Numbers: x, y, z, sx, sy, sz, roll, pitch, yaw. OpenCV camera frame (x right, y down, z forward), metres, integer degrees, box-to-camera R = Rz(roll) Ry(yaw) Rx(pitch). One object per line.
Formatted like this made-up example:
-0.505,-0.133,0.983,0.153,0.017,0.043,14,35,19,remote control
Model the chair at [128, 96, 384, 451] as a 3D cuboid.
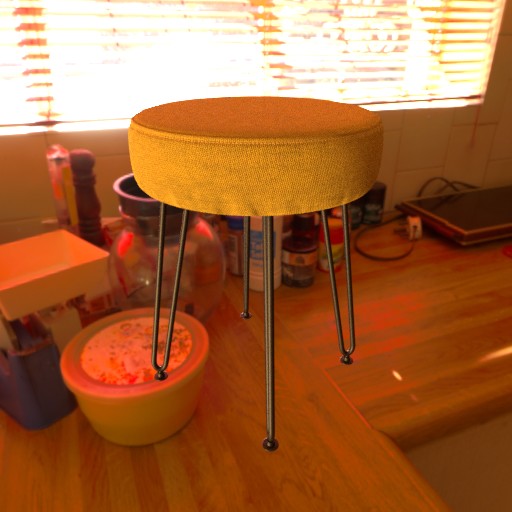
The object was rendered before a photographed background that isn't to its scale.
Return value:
0.000,0.000,0.702,0.345,0.455,0.345,19,32,33,chair
